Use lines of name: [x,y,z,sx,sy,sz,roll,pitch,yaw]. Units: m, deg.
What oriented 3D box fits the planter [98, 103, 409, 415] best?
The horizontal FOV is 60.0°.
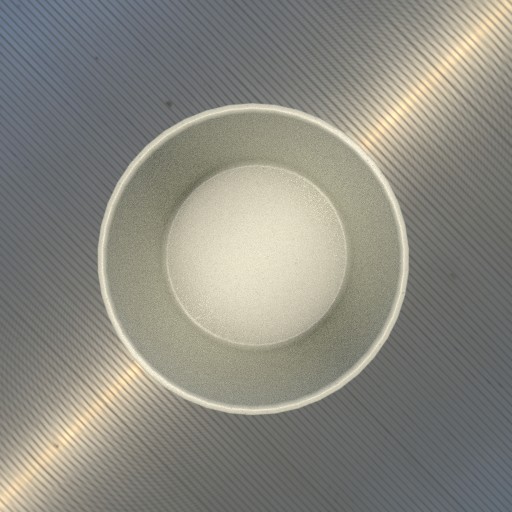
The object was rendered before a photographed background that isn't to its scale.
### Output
planter: [0.000,0.000,0.553,0.261,0.367,0.261,0,91,1]
